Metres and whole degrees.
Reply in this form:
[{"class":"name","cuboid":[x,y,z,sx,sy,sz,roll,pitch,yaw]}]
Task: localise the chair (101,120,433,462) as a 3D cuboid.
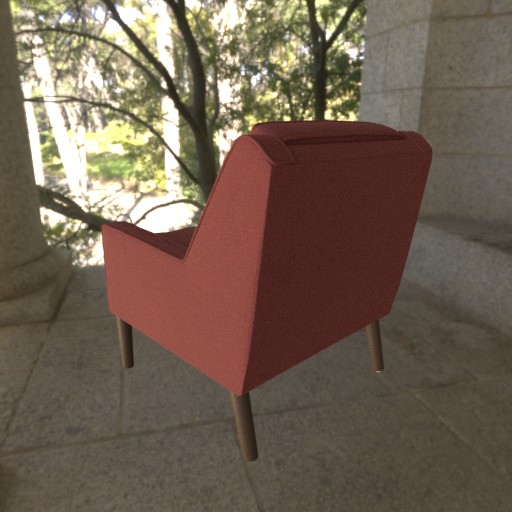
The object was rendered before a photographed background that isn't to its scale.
[{"class":"chair","cuboid":[0.000,0.000,1.389,0.680,0.812,0.770,-16,23,-42]}]
